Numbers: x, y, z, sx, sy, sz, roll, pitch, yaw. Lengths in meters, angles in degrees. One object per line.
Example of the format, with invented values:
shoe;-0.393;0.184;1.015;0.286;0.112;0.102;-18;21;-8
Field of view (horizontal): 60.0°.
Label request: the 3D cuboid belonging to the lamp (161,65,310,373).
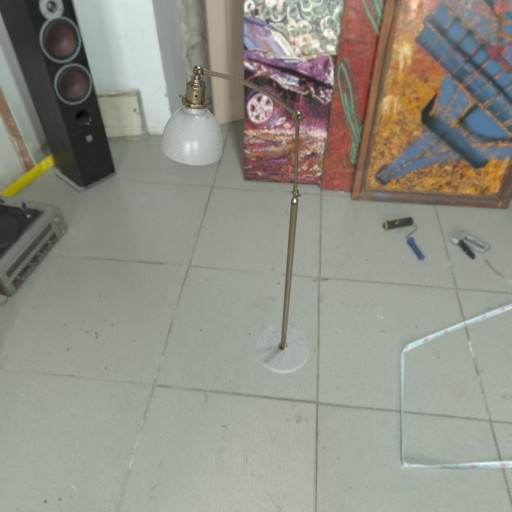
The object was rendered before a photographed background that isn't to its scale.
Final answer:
lamp;0.000;0.000;1.788;0.599;1.586;0.288;-17;48;-16
